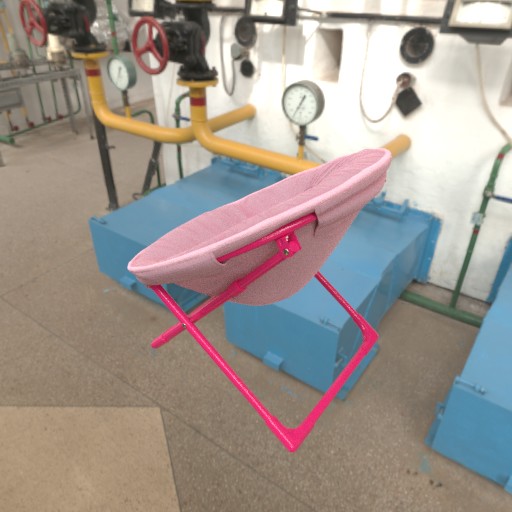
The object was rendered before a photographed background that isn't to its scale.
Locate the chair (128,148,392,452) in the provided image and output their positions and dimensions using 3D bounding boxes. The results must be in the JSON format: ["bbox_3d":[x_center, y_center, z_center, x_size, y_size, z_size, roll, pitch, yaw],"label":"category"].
[{"bbox_3d":[0.000,0.000,0.909,0.459,0.494,0.522,22,39,30],"label":"chair"}]
